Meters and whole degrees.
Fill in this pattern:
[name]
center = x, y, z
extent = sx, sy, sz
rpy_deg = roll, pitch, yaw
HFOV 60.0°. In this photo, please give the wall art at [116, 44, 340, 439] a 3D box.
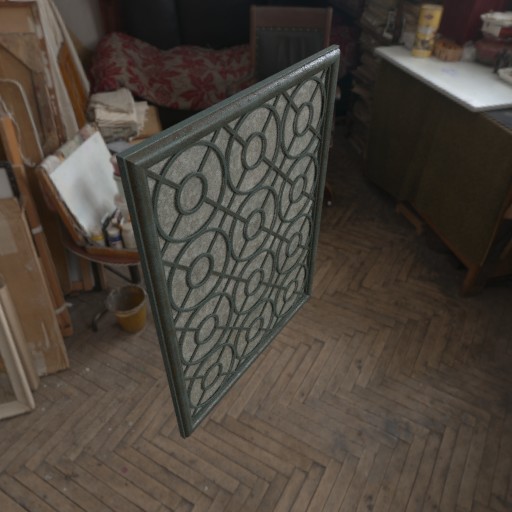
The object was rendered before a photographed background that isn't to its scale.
[wall art]
center = 0.000, 0.000, 1.299
extent = 0.030, 0.983, 0.767
rpy_deg = 26, 47, 26
